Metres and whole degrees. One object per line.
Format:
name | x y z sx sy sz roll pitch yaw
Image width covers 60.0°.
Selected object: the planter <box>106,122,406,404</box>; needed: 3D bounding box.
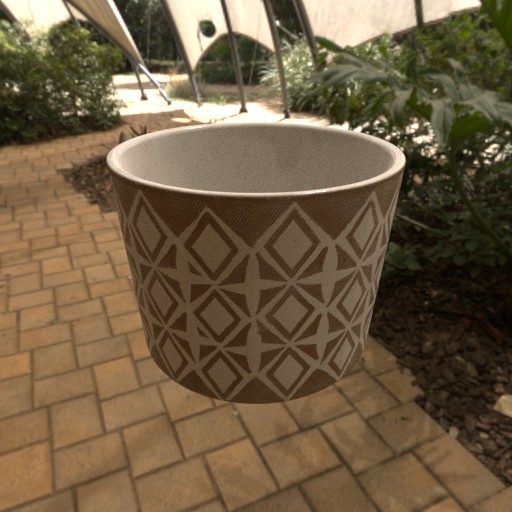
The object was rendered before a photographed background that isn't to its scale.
planter | 0.000 0.000 0.451 0.260 0.220 0.260 0 27 0
